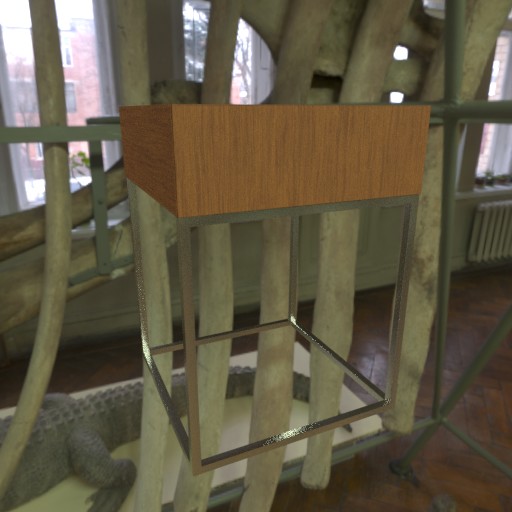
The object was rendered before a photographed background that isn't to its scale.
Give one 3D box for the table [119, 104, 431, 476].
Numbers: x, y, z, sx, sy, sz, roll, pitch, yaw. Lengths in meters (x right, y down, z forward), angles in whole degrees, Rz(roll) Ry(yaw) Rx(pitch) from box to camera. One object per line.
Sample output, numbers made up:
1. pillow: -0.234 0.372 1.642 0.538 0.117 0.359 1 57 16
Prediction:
1. table: 0.000 0.000 0.843 0.398 0.540 0.397 -8 20 -23
